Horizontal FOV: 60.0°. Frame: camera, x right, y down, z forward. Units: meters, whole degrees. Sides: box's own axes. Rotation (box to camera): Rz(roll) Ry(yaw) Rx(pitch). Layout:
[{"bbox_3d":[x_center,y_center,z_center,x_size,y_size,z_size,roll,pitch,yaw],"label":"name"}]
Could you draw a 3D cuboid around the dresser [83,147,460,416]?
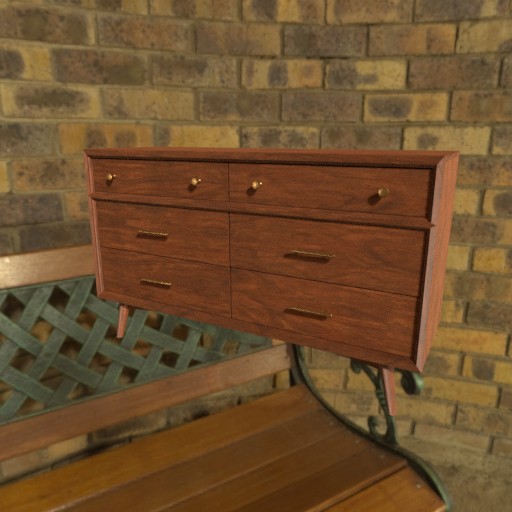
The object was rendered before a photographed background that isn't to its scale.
[{"bbox_3d":[0.000,0.000,1.908,1.472,0.889,0.500,8,17,27],"label":"dresser"}]
